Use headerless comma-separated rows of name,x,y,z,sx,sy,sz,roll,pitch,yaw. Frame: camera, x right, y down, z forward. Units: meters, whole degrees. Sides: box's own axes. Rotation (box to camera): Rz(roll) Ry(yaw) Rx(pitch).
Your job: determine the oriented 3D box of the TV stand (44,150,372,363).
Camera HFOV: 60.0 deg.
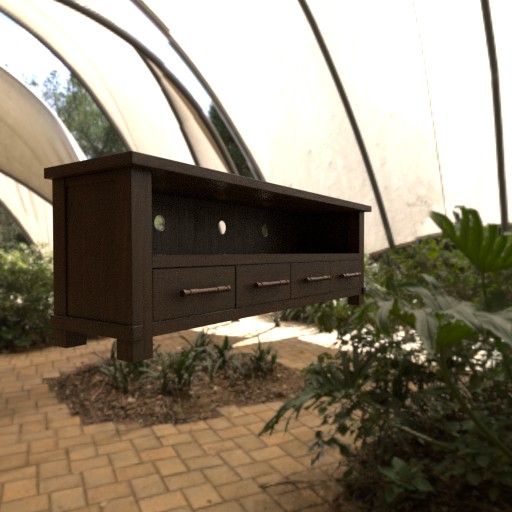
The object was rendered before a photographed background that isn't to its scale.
TV stand,0.000,0.000,2.146,0.471,0.615,1.866,0,1,35
